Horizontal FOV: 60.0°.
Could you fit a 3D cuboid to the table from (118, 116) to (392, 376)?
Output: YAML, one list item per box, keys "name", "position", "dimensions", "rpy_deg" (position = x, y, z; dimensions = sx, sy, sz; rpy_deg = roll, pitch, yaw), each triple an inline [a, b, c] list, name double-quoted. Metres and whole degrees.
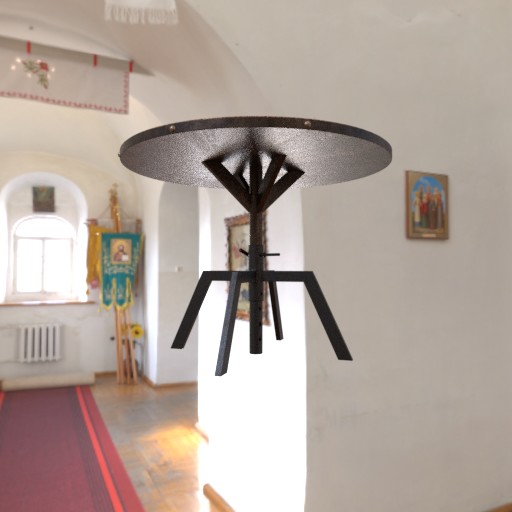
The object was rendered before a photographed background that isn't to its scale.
- name: "table"
  position: [0.000, 0.000, 1.499]
  dimensions: [0.885, 0.658, 0.885]
  rpy_deg: [0, -1, 0]
